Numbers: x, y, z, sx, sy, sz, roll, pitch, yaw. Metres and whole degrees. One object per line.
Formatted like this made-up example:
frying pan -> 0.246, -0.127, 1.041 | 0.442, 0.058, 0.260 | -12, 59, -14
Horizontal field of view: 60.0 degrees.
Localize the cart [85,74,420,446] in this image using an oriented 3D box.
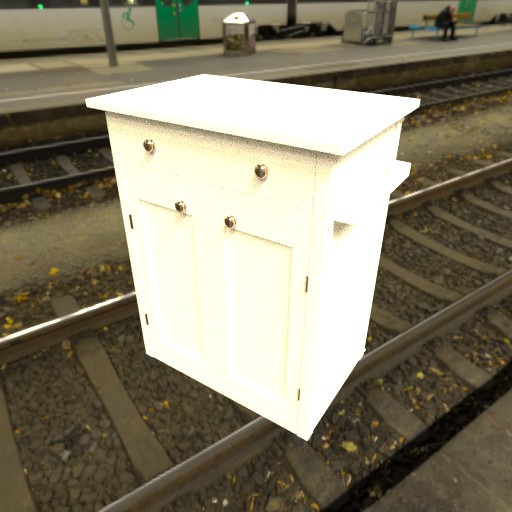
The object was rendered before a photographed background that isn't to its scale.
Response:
cart -> 0.000, 0.000, 1.273 | 0.683, 0.864, 0.442 | 19, 36, 28
